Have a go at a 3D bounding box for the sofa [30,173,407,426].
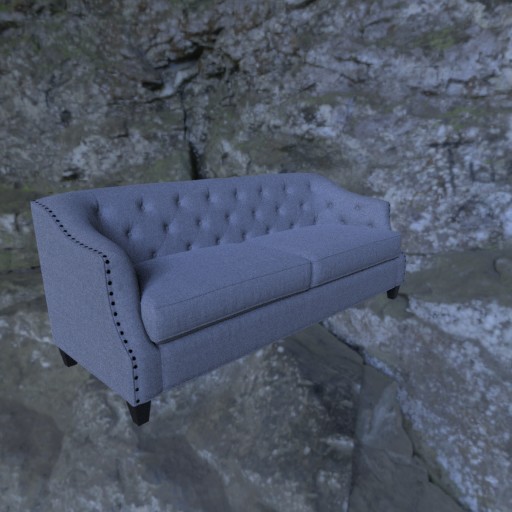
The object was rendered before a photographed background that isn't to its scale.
[{"bbox_3d":[0.000,0.000,2.719,0.914,0.901,2.235,14,20,43],"label":"sofa"}]
